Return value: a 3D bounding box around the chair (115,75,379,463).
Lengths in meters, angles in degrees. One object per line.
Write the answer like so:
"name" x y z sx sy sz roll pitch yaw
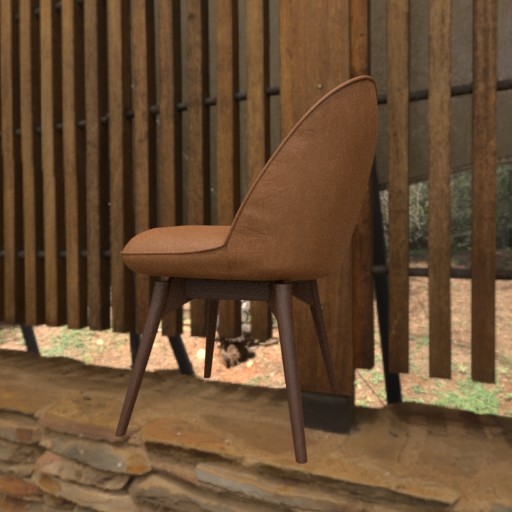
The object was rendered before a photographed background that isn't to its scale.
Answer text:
"chair" 0.000 0.000 1.191 0.631 0.831 0.521 0 1 18
